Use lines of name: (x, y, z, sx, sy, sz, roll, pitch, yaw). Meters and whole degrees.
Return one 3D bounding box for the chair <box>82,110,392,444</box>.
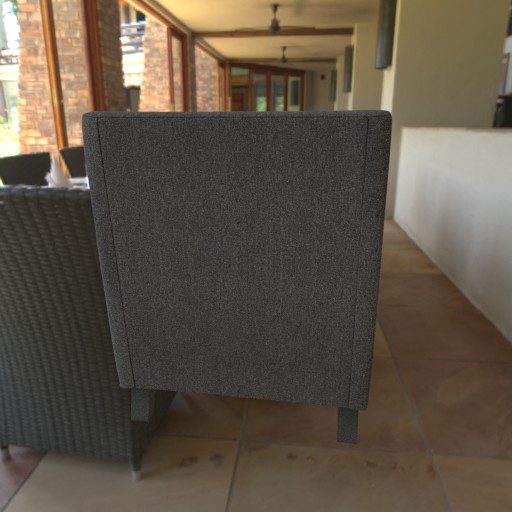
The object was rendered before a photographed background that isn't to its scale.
chair: (0.000, 0.000, 1.585, 0.776, 0.967, 0.884, 3, 17, 9)
